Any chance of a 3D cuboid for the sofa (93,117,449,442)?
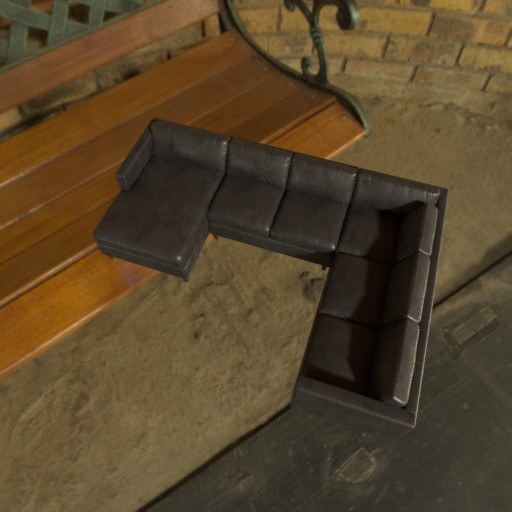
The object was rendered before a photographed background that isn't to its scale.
[{"bbox_3d":[0.000,0.000,4.423,3.324,0.891,2.452,16,60,10],"label":"sofa"}]
